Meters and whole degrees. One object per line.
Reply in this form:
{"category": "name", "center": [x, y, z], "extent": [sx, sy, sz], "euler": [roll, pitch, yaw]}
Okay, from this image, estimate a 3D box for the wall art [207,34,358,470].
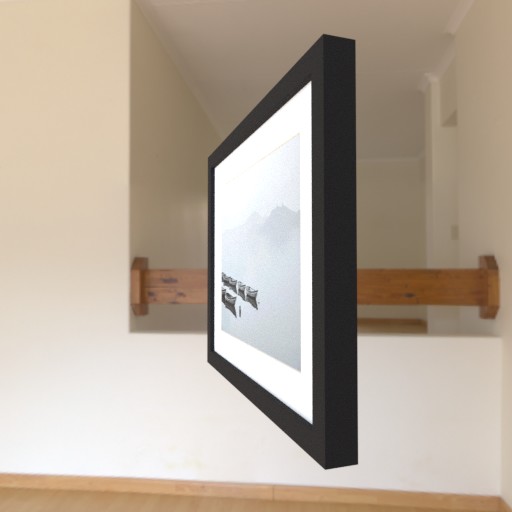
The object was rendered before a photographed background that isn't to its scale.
{"category": "wall art", "center": [0.000, 0.000, 0.522], "extent": [0.028, 0.325, 0.397], "euler": [1, -2, -19]}
